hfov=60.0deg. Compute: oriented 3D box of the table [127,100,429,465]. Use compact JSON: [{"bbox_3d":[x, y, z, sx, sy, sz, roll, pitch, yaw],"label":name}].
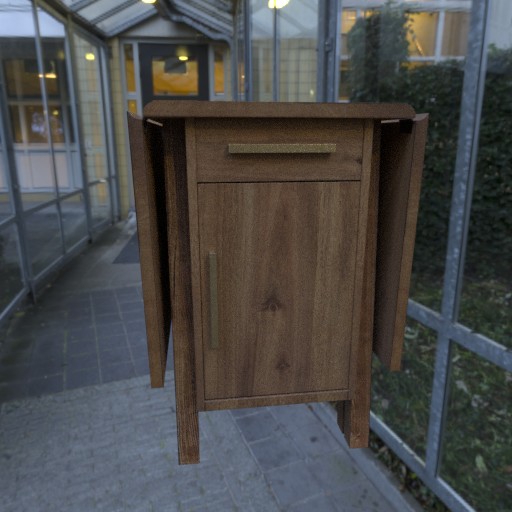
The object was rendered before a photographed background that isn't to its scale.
[{"bbox_3d":[0.000,0.000,1.595,0.701,0.981,0.967,-2,15,-8],"label":"table"}]
